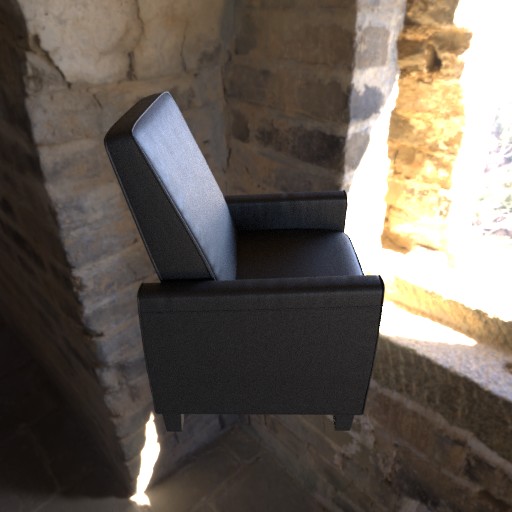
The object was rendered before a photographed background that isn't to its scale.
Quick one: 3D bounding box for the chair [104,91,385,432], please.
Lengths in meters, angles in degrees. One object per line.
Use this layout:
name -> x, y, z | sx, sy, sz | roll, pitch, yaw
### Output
chair -> 0.000, 0.000, 1.534 | 0.746, 1.013, 0.705 | 0, 31, 0
